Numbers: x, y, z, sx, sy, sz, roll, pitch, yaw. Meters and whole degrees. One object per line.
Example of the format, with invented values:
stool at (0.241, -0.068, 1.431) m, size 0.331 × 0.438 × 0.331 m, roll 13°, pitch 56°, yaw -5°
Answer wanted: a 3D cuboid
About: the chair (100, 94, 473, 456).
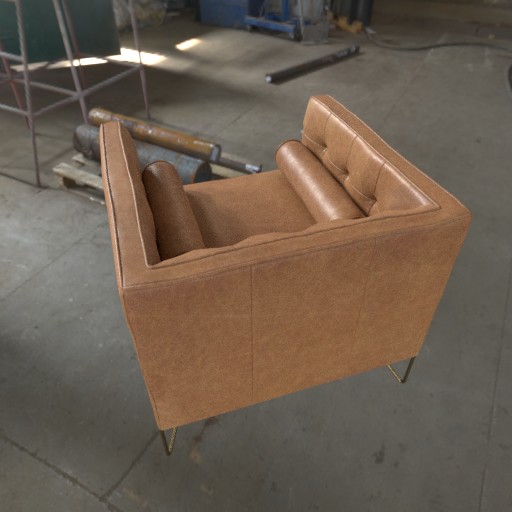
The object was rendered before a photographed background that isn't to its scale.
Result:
chair at (0.000, 0.000, 1.603) m, size 0.920 × 0.797 × 0.912 m, roll -12°, pitch 43°, yaw -13°
